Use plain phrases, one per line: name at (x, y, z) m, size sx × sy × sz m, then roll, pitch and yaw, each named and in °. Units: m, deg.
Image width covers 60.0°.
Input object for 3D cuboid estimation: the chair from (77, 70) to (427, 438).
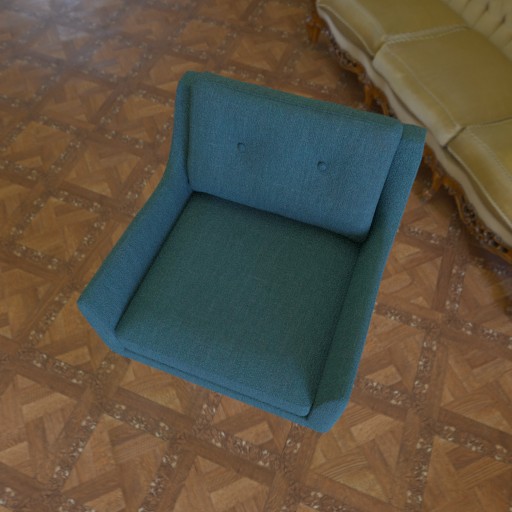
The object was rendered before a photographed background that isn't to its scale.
chair at (0.000, 0.000, 1.516) m, size 0.847 × 0.828 × 0.849 m, roll 18°, pitch 60°, yaw 11°
